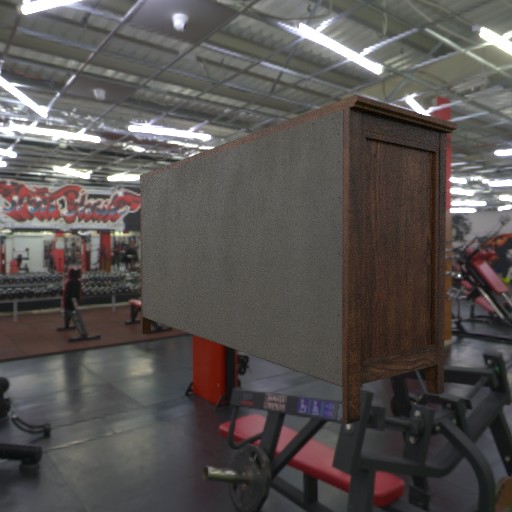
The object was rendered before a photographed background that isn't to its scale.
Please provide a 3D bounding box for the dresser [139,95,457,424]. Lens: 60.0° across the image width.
[{"bbox_3d":[0.000,0.000,1.902,0.463,0.856,1.551,-1,1,-35],"label":"dresser"}]
